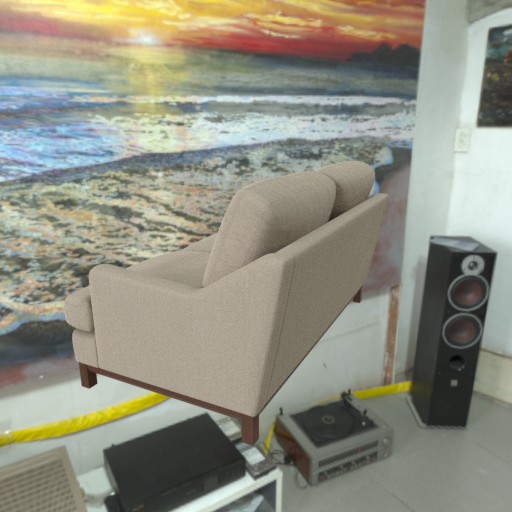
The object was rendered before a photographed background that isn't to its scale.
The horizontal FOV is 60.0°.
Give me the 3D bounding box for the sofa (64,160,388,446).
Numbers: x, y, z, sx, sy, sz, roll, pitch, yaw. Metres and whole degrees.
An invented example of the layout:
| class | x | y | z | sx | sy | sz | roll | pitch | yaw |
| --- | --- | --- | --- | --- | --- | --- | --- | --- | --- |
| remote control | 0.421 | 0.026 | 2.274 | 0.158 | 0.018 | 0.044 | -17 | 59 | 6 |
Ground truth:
| class | x | y | z | sx | sy | sz | roll | pitch | yaw |
| --- | --- | --- | --- | --- | --- | --- | --- | --- | --- |
| sofa | 0.000 | 0.000 | 2.280 | 1.004 | 0.910 | 1.619 | 8 | 18 | 26 |
